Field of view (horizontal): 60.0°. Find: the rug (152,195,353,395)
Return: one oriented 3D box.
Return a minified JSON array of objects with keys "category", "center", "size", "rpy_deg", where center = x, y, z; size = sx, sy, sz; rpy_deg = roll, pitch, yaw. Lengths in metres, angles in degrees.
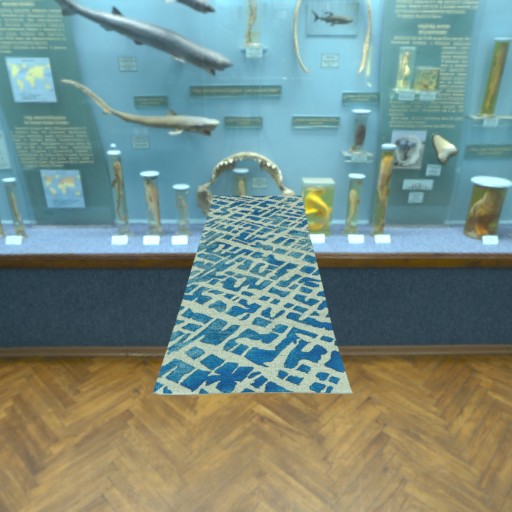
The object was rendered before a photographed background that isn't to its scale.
[{"category":"rug","center":[0.000,0.000,2.790],"size":[0.768,0.011,2.446],"rpy_deg":[0,26,1]}]
